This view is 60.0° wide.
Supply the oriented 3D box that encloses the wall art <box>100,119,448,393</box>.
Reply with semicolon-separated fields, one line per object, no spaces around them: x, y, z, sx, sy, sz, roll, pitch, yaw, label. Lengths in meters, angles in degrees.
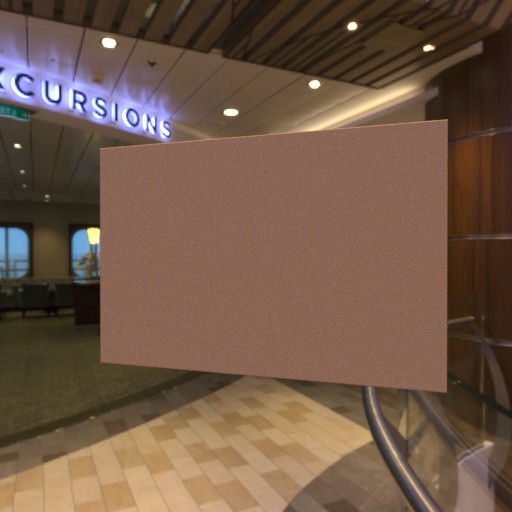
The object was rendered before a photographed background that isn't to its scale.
0.000;0.000;0.770;0.609;0.407;0.039;0;0;18;wall art
